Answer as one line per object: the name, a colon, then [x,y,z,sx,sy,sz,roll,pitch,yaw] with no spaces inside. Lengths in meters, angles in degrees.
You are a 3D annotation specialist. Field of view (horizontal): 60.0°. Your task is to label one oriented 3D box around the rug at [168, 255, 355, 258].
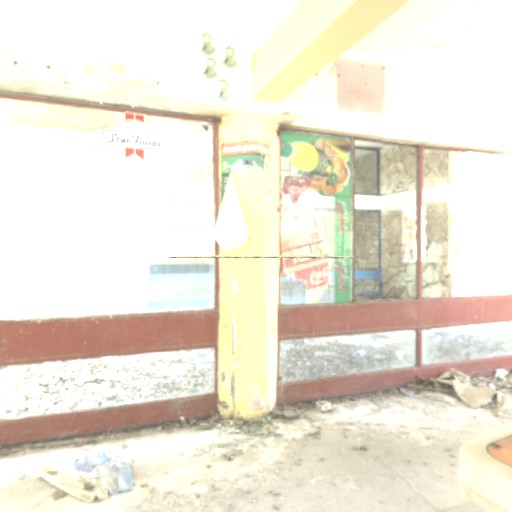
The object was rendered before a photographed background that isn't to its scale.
rug: [0.000,0.000,2.577,0.620,0.008,2.372,0,0,-1]
